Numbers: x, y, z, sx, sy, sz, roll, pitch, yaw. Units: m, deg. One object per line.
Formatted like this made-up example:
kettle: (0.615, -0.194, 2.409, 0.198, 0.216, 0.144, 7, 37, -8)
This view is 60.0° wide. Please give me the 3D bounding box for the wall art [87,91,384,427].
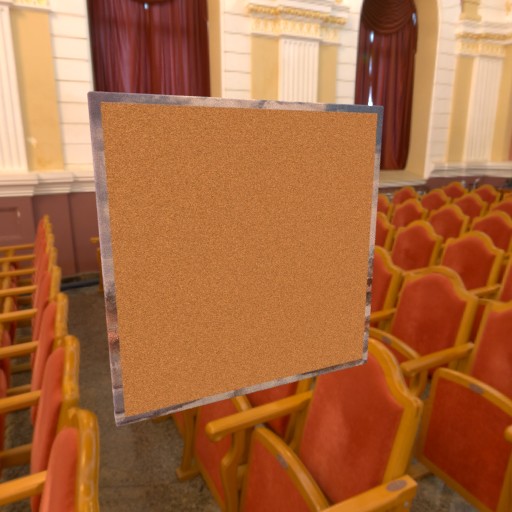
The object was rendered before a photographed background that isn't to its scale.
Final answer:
wall art: (0.000, 0.000, 1.532, 1.010, 1.020, 0.040, -6, 15, -25)
